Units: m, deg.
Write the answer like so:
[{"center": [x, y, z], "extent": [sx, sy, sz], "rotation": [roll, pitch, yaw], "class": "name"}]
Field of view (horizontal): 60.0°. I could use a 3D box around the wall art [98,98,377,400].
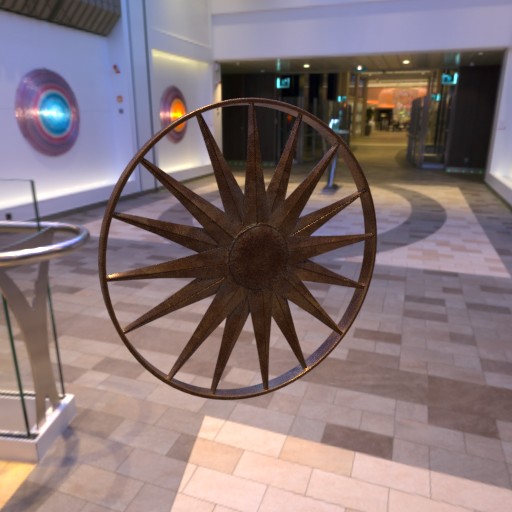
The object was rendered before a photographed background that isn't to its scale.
[{"center": [0.000, 0.000, 0.866], "extent": [0.582, 0.583, 0.084], "rotation": [-9, 19, -25], "class": "wall art"}]
